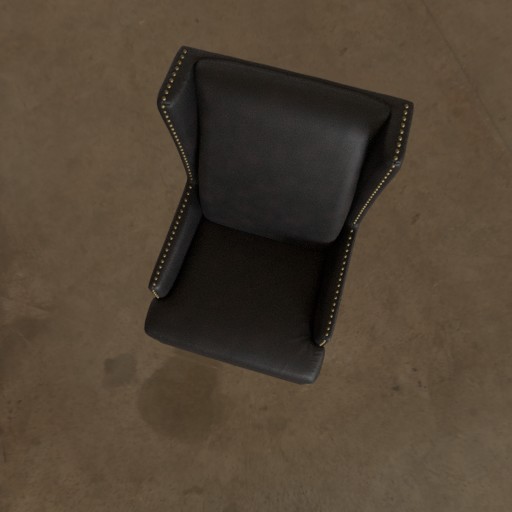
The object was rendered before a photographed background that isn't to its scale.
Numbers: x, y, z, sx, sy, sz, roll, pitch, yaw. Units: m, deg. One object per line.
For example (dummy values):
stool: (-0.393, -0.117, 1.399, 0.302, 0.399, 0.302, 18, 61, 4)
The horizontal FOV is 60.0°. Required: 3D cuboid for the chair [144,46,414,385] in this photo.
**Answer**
chair: (0.000, 0.000, 1.663, 0.703, 1.142, 0.799, 16, 75, 4)
